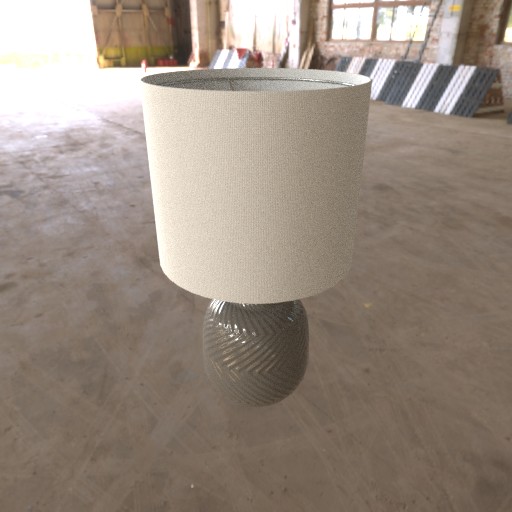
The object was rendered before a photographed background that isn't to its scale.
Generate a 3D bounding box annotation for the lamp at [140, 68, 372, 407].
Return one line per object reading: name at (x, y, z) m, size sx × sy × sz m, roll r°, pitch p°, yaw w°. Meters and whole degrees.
lamp at (0.000, 0.000, 0.487) m, size 0.207 × 0.366 × 0.207 m, roll -8°, pitch 28°, yaw -16°
